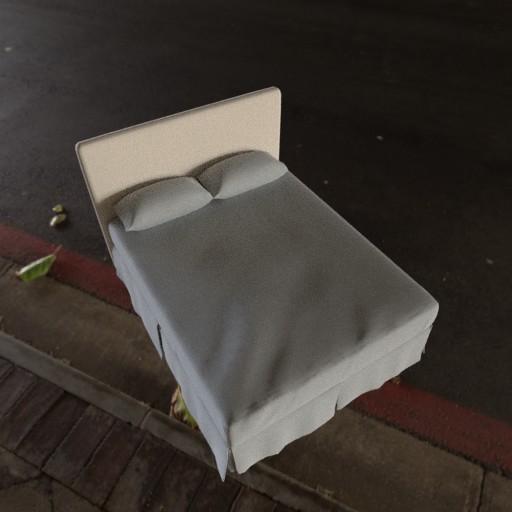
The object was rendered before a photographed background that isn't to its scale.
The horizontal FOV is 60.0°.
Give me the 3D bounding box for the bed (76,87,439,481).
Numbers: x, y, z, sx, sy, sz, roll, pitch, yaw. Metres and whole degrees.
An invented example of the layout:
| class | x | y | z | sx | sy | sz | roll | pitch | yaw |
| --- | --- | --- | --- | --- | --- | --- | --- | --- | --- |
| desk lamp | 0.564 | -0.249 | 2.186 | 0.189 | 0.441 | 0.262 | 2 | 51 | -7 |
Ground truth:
| class | x | y | z | sx | sy | sz | roll | pitch | yaw |
| --- | --- | --- | --- | --- | --- | --- | --- | --- | --- |
| bed | 0.000 | 0.000 | 3.211 | 1.748 | 1.330 | 2.142 | -24 | 51 | -21 |
